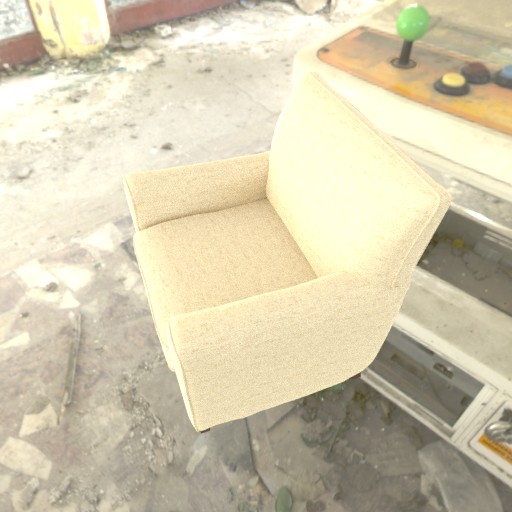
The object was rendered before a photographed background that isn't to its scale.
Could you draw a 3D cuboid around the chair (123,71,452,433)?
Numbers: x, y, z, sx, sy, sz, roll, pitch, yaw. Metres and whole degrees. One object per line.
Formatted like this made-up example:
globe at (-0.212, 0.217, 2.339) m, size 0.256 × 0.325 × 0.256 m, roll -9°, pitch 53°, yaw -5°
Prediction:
chair at (0.000, 0.000, 1.626) m, size 0.823 × 0.943 × 0.870 m, roll -15°, pitch 48°, yaw -14°
